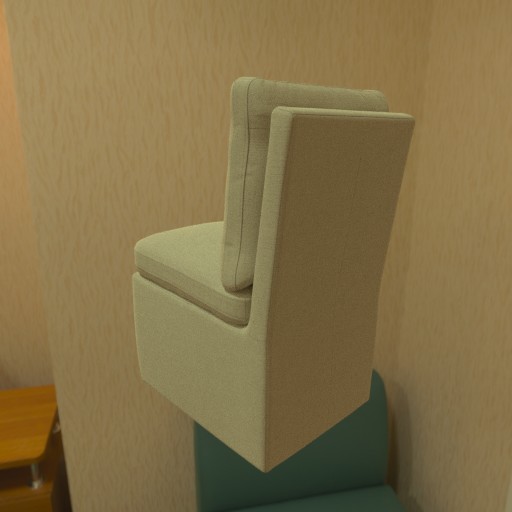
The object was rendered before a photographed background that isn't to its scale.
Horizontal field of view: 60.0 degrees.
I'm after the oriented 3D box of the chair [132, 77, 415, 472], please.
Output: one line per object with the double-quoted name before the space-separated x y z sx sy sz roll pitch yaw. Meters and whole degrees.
"chair" 0.000 0.000 1.317 0.503 0.927 0.698 -14 21 -41
